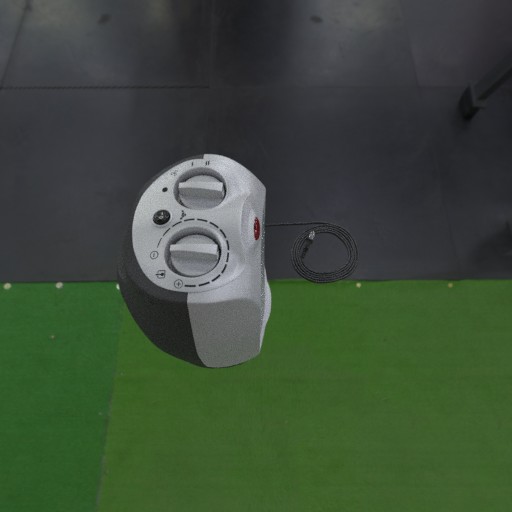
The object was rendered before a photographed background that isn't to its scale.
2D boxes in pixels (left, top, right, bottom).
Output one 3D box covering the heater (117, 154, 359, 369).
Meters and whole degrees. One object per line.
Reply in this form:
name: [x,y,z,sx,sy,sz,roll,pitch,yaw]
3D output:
heater: [0.000,0.000,0.499,0.291,0.255,0.239,2,64,1]
